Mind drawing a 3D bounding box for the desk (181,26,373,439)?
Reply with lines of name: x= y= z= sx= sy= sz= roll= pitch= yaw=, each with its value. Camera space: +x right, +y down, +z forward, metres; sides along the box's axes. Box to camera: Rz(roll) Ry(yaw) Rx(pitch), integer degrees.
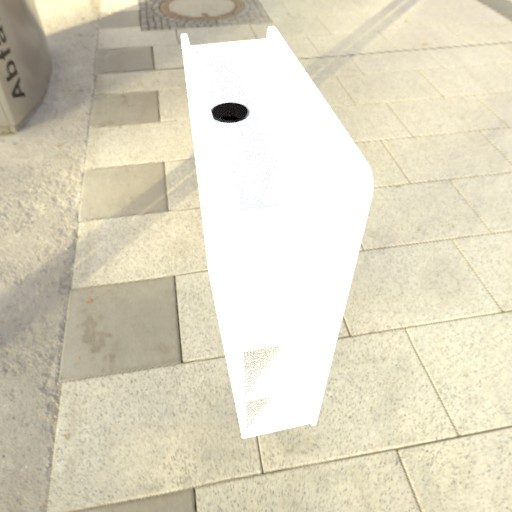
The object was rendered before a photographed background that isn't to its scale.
desk: x=0.000 y=0.000 z=1.490 sx=0.278 sy=1.190 sz=0.795 roll=-9 pitch=48 yaw=-9
